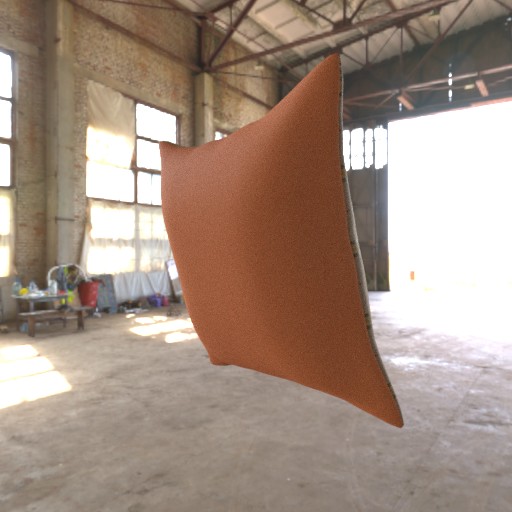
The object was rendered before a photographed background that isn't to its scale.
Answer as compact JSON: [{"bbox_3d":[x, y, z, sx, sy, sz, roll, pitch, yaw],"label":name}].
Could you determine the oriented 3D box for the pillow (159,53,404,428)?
[{"bbox_3d":[0.000,0.000,0.680,0.200,0.430,0.453,0,0,-36],"label":"pillow"}]
